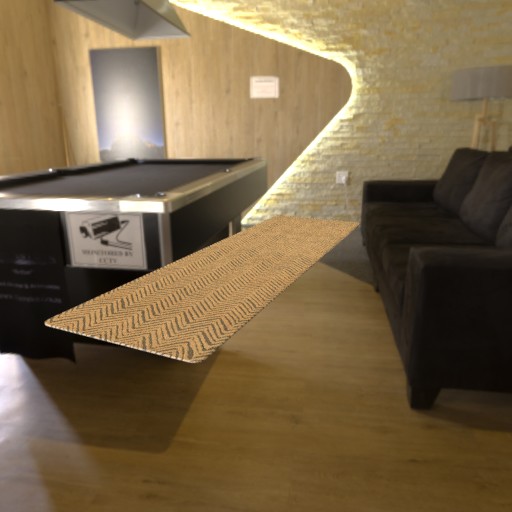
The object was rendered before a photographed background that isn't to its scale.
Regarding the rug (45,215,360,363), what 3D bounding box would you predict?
[{"bbox_3d":[0.000,0.000,2.491,0.686,0.008,2.286,7,18,24],"label":"rug"}]
